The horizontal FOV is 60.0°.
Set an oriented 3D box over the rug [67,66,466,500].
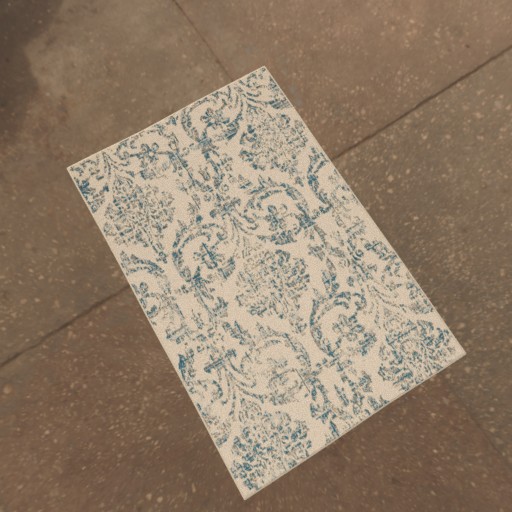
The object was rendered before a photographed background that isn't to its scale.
[{"bbox_3d":[0.000,0.000,2.198,1.213,0.012,1.831,-30,78,-7],"label":"rug"}]
